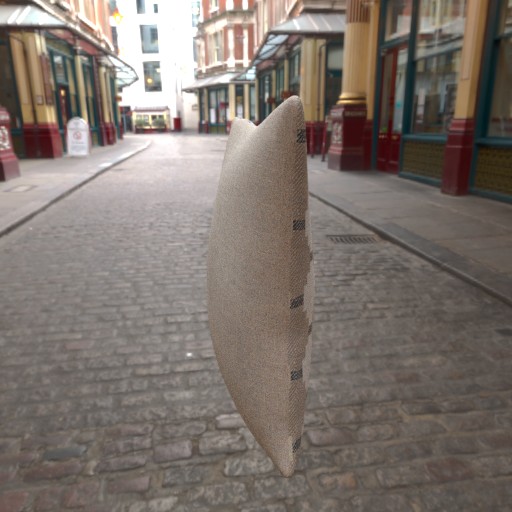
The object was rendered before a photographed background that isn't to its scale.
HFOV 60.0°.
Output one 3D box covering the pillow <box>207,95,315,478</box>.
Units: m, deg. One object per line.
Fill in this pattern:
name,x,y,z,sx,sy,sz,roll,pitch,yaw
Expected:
pillow,0.000,0.000,0.866,0.192,0.558,0.578,-3,17,-10
